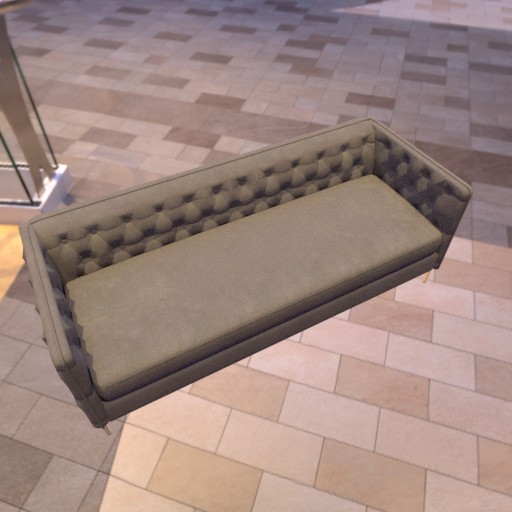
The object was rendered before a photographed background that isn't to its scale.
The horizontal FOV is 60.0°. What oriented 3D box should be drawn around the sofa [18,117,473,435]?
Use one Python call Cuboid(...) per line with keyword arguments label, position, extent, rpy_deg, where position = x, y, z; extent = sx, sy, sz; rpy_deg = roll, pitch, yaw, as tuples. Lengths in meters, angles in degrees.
Cuboid(label="sofa", position=(0.000, 0.000, 2.502), extent=(2.209, 0.771, 0.895), rpy_deg=(-21, 50, -19))
